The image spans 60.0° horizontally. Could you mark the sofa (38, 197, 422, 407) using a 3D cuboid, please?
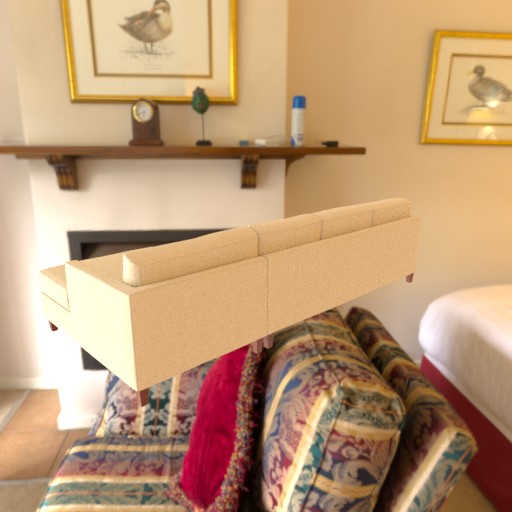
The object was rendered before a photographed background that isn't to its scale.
[{"bbox_3d":[0.000,0.000,4.219,3.471,0.954,1.599,-15,21,-42],"label":"sofa"}]
